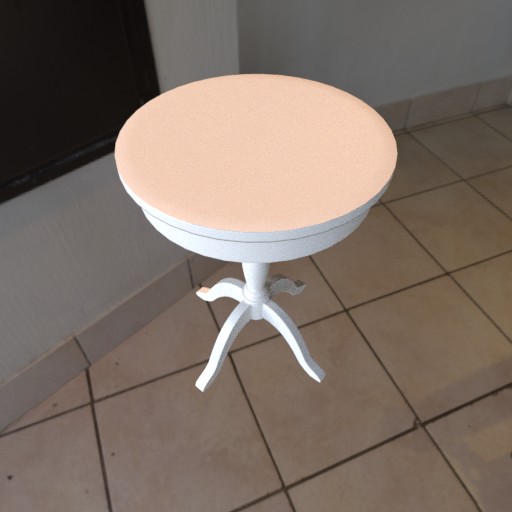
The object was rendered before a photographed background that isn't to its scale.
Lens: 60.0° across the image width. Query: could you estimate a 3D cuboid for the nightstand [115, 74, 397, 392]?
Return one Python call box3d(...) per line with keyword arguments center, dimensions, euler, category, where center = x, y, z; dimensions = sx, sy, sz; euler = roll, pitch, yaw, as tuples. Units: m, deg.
box3d(center=(0.000, 0.000, 1.061), dimensions=(0.513, 0.653, 0.513), euler=(-32, 55, -27), category="nightstand")
